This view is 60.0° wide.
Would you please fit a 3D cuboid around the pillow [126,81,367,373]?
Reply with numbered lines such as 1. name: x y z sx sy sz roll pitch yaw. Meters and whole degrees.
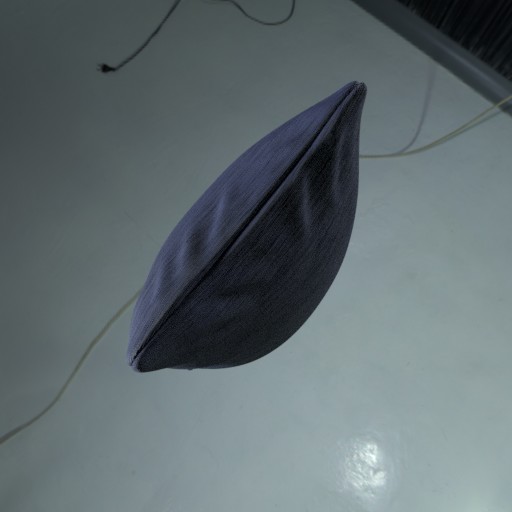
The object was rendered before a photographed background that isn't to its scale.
1. pillow: 0.000 0.000 0.692 0.246 0.414 0.432 37 79 9
